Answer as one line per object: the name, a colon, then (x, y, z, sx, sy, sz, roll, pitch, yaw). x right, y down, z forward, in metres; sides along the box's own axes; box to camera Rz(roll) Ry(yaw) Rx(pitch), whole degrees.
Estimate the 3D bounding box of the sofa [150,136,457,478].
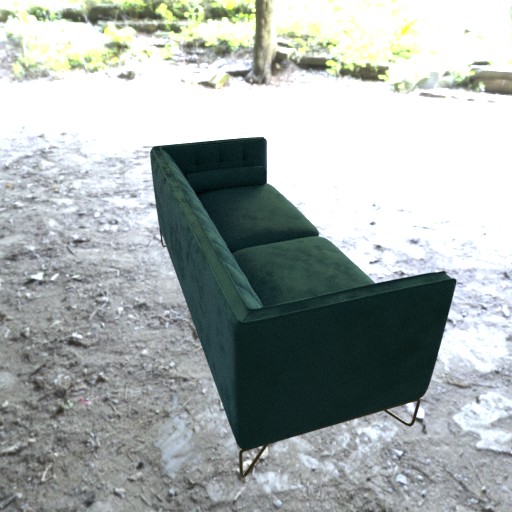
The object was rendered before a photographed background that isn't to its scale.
sofa: (0.000, 0.000, 2.511, 0.867, 0.789, 2.087, -10, 31, -16)
